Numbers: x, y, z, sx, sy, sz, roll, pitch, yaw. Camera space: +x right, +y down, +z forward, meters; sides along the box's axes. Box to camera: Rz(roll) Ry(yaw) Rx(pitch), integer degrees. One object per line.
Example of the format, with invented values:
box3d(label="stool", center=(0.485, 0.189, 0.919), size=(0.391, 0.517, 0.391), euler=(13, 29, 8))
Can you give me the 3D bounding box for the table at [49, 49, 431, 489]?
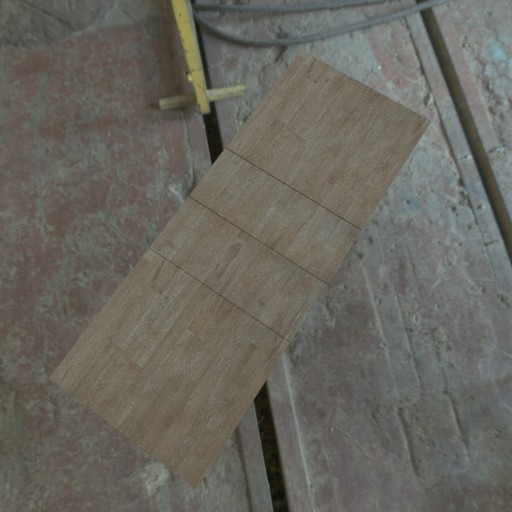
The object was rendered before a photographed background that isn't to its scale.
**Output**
box3d(label="table", center=(0.000, 0.000, 3.019), size=(1.000, 0.752, 2.603), euler=(33, 77, 9))
